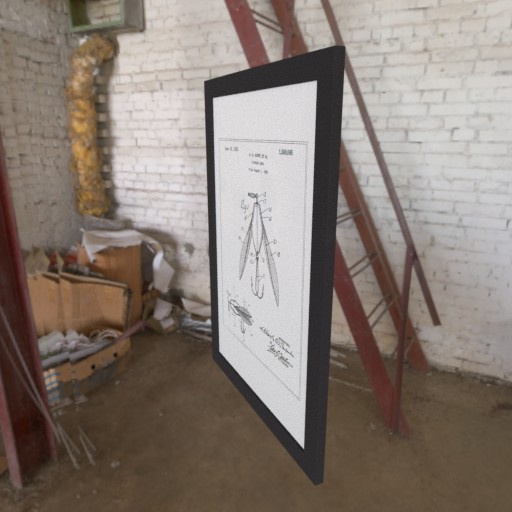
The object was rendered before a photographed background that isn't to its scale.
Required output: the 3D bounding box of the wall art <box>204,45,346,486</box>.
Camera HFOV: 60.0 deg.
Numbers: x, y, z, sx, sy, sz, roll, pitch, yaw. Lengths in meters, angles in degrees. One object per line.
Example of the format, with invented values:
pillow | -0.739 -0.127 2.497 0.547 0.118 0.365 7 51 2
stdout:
wall art | 0.000 0.000 0.679 0.013 0.534 0.380 -8 18 -25
